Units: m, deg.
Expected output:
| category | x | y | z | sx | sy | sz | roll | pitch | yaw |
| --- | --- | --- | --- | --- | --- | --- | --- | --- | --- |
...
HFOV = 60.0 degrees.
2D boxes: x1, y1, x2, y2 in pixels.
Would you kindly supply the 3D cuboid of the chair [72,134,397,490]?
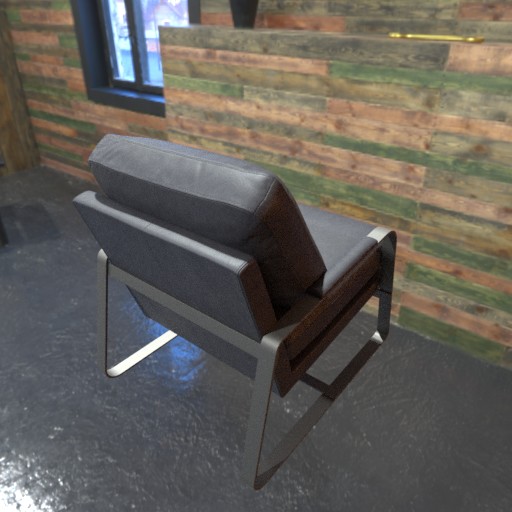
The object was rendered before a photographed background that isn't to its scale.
| category | x | y | z | sx | sy | sz | roll | pitch | yaw |
| --- | --- | --- | --- | --- | --- | --- | --- | --- | --- |
| chair | 0.000 | 0.000 | 1.446 | 0.692 | 0.839 | 0.878 | 22 | 37 | 33 |
